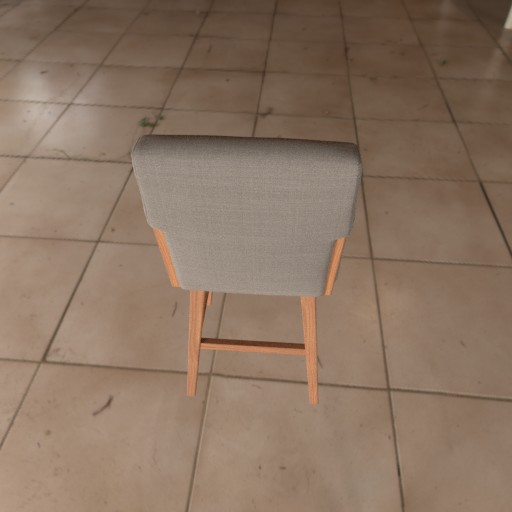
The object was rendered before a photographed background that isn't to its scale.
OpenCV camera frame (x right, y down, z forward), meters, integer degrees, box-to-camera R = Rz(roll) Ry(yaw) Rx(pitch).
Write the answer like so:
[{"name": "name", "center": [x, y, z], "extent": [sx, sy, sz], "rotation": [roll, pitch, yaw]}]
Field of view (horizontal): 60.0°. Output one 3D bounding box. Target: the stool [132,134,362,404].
[{"name": "stool", "center": [0.000, 0.000, 1.363], "extent": [0.483, 1.112, 0.570], "rotation": [3, 46, 3]}]
